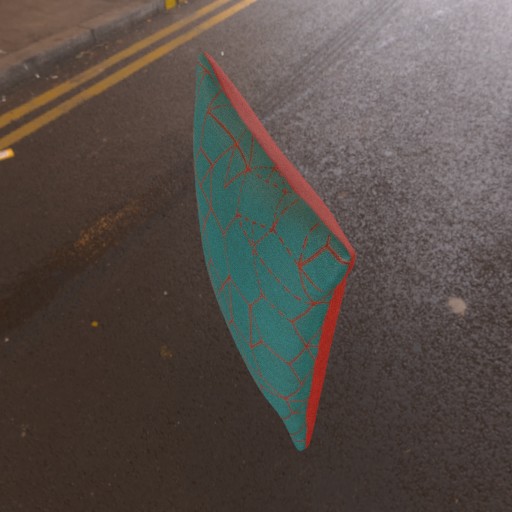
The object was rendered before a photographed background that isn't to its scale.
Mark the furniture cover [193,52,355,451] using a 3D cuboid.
[{"bbox_3d":[0.000,0.000,0.774,0.158,0.508,0.517,-15,48,-14],"label":"furniture cover"}]
